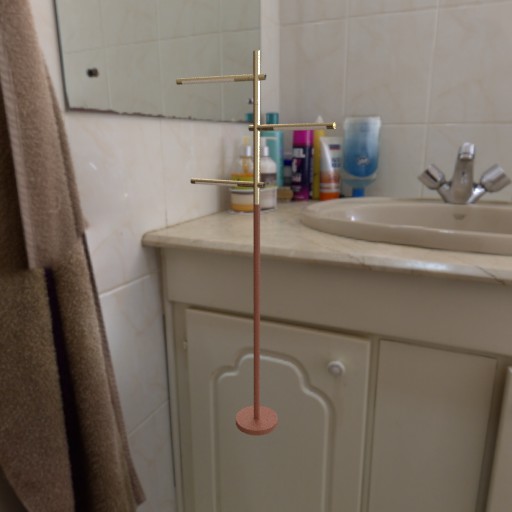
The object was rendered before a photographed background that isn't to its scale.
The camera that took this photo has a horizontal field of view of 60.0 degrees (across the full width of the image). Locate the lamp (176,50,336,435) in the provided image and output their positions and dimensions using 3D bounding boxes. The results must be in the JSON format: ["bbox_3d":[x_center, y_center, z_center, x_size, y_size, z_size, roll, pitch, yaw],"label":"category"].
[{"bbox_3d":[0.000,0.000,1.996,0.737,1.704,0.209,7,16,25],"label":"lamp"}]
